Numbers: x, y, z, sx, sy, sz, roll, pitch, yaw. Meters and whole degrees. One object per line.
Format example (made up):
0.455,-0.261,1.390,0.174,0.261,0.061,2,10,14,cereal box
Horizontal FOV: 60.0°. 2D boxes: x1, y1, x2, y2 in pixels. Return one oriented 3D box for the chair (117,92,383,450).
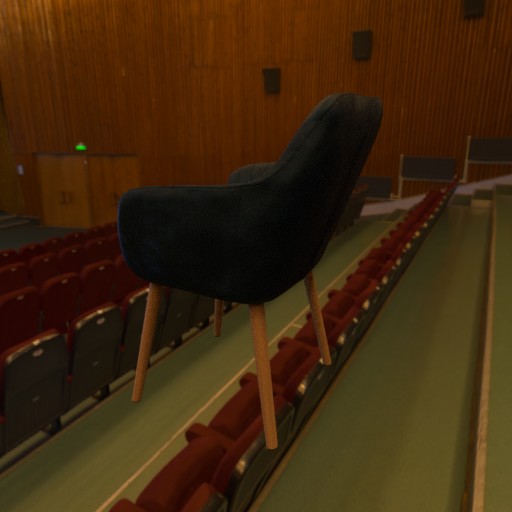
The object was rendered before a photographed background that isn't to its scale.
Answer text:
0.000,0.000,1.222,0.573,0.826,0.578,9,20,26,chair
